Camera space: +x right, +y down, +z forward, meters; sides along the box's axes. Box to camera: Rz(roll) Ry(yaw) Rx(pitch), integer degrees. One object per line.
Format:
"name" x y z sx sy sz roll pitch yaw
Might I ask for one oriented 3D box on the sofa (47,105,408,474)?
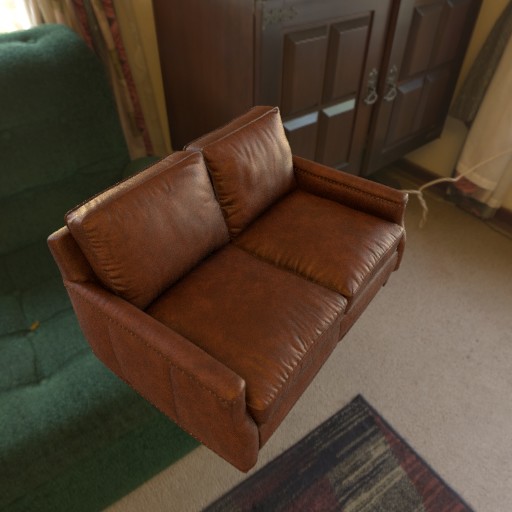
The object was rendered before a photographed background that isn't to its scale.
"sofa" 0.000 0.000 2.283 1.083 1.003 1.628 26 48 26
